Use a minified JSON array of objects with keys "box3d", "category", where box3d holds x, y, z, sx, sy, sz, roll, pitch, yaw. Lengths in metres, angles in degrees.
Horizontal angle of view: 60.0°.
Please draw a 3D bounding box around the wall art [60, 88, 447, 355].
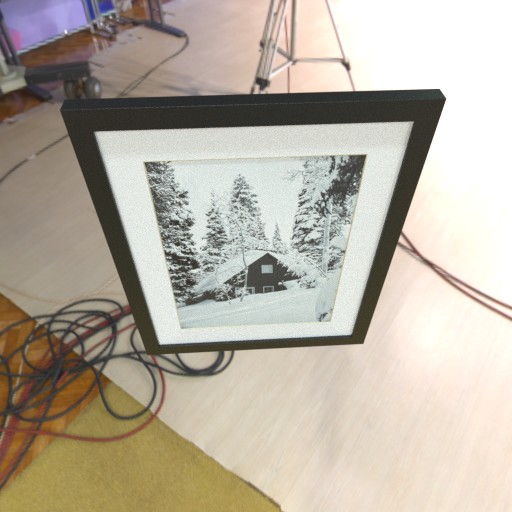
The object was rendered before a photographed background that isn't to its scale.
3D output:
[{"box3d":[0.000,0.000,0.524,0.325,0.397,0.018,-2,48,-2],"category":"wall art"}]
